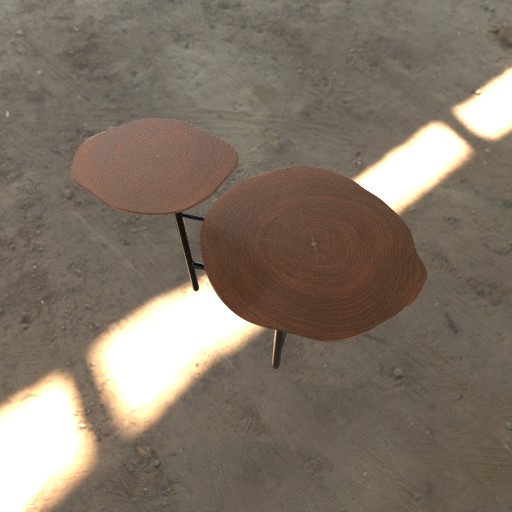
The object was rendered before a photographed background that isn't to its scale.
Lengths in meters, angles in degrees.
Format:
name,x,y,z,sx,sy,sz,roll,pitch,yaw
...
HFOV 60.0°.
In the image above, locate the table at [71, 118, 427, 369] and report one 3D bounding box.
name,x,y,z,sx,sy,sz,roll,pitch,yaw
table,0.000,0.000,1.093,0.759,0.538,0.442,15,59,9
